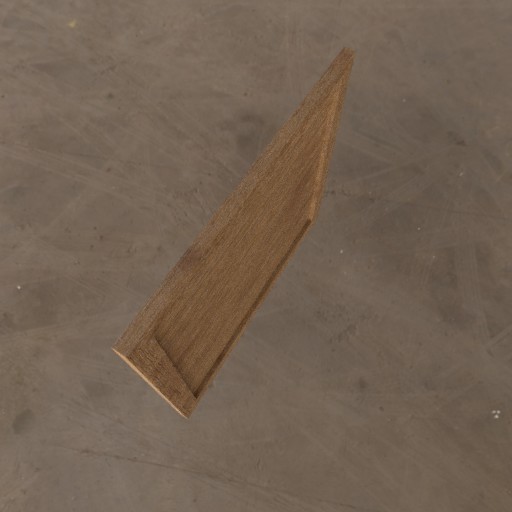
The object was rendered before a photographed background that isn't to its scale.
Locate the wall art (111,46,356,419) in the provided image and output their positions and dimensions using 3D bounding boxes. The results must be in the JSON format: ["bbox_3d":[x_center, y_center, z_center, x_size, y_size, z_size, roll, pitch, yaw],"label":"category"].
[{"bbox_3d":[0.000,0.000,0.973,0.026,0.588,0.690,28,66,14],"label":"wall art"}]
